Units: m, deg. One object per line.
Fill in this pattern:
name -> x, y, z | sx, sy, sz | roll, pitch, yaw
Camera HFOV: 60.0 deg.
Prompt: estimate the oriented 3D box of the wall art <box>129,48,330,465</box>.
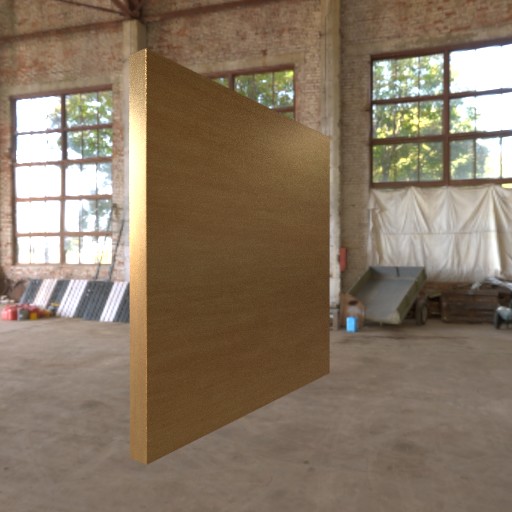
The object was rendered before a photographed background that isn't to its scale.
wall art -> 0.000, 0.000, 0.450 | 0.019, 0.302, 0.302 | 0, 0, 35
